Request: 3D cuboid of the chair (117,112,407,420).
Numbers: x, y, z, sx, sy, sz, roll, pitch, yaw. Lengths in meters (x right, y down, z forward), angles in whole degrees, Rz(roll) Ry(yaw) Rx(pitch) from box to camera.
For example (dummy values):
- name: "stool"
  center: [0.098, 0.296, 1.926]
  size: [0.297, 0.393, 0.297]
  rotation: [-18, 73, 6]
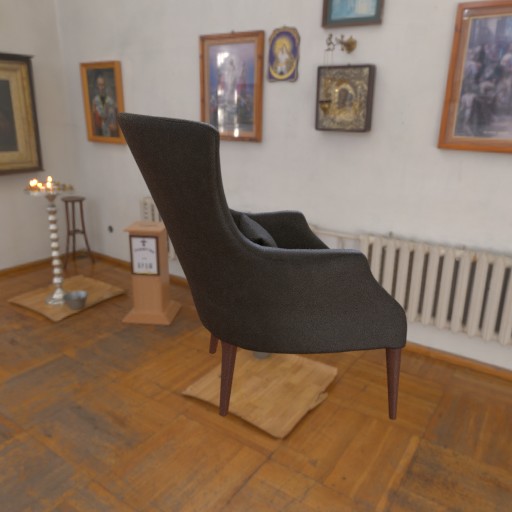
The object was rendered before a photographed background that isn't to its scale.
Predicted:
- name: "chair"
  center: [0.000, 0.000, 1.741]
  size: [0.954, 1.068, 0.819]
  rotation: [-3, 17, -10]
